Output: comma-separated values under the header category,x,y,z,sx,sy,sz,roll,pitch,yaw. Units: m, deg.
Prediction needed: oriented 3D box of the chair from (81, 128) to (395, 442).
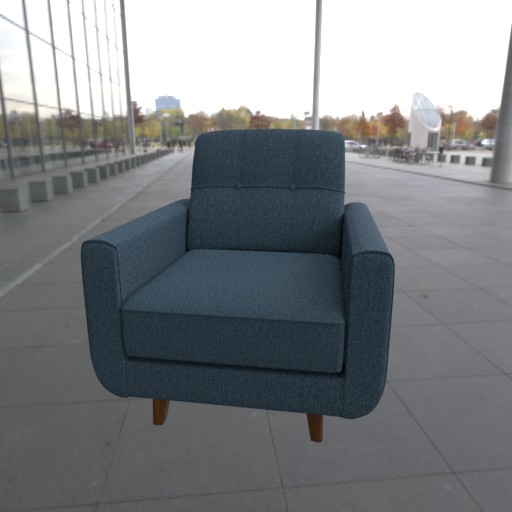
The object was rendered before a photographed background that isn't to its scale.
category,x,y,z,sx,sy,sz,roll,pitch,yaw
chair,0.000,0.000,1.675,0.880,0.940,0.964,2,15,9
